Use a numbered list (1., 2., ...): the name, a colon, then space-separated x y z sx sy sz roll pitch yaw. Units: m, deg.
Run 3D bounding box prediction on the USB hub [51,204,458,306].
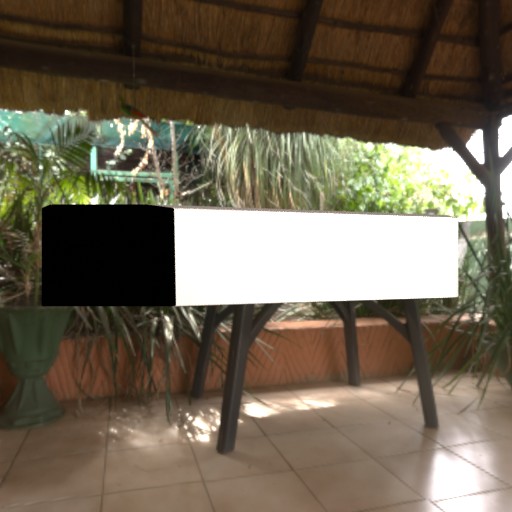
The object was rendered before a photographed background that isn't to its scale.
1. USB hub: 0.000 0.000 0.129 0.110 0.023 0.044 0 0 -18
